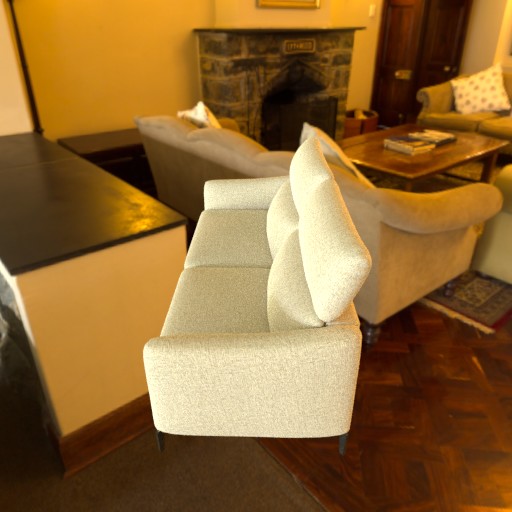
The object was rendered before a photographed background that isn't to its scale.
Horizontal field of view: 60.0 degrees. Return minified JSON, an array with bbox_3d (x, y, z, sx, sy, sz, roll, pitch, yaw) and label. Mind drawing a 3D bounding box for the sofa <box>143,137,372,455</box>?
[{"bbox_3d":[0.000,0.000,2.516,0.856,0.956,2.015,0,28,1],"label":"sofa"}]
